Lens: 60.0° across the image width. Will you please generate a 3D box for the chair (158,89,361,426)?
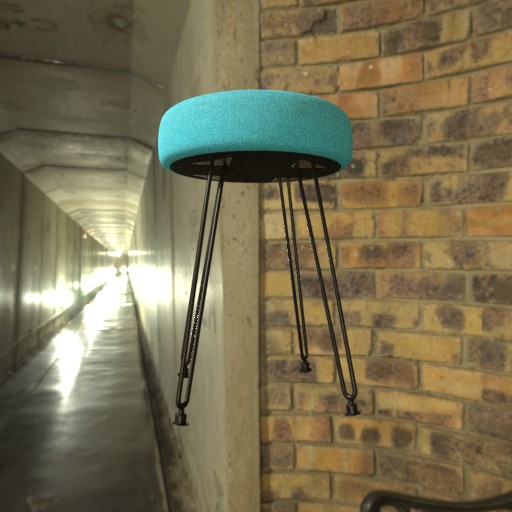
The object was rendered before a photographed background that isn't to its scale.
[{"bbox_3d":[0.000,0.000,0.705,0.350,0.440,0.350,0,1,36],"label":"chair"}]
